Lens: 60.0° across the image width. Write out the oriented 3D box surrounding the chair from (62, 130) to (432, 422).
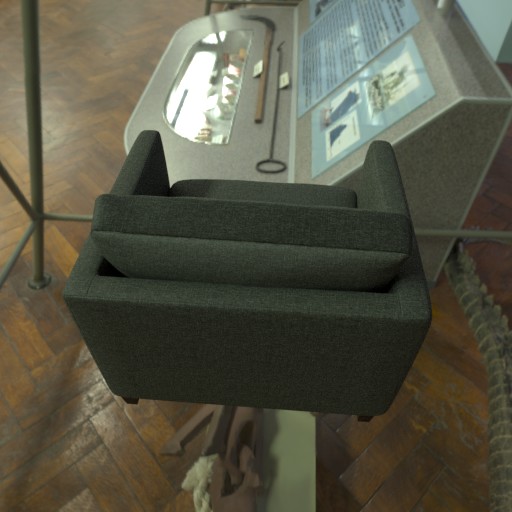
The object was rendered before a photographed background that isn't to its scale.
[{"bbox_3d":[0.000,0.000,1.775,1.107,0.963,0.959,3,47,3],"label":"chair"}]
